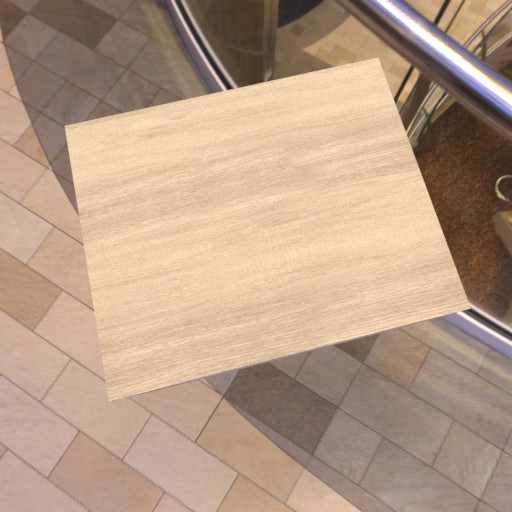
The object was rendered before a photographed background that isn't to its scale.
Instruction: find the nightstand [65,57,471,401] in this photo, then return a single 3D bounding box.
[{"bbox_3d":[0.000,0.000,0.820,0.450,0.500,0.380,-14,76,-3],"label":"nightstand"}]
